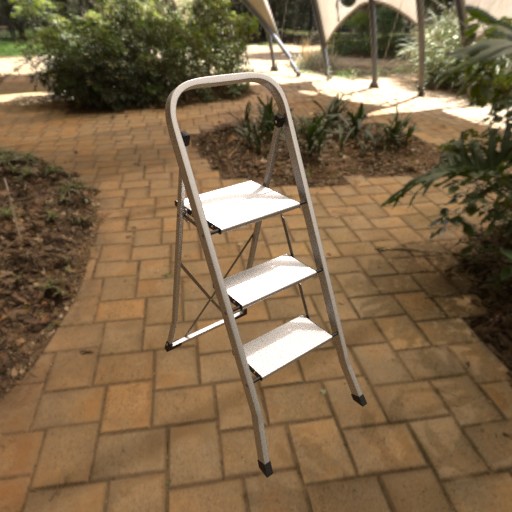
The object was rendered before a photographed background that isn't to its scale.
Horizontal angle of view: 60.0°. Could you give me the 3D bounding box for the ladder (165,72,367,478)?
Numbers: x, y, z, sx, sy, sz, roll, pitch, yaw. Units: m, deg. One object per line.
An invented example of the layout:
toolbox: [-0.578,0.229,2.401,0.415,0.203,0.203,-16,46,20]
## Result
ladder: [0.000,0.000,1.440,0.465,1.070,0.704,-21,36,-32]
